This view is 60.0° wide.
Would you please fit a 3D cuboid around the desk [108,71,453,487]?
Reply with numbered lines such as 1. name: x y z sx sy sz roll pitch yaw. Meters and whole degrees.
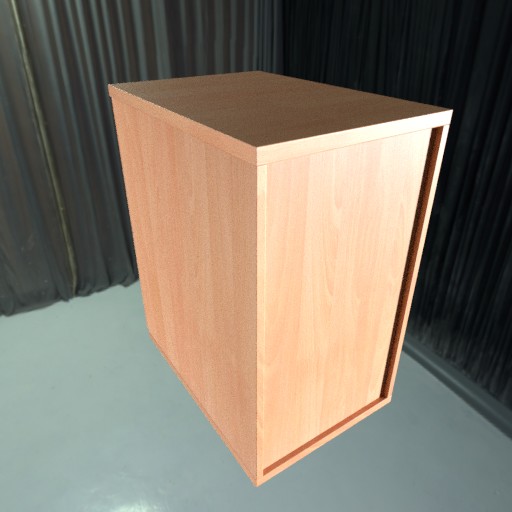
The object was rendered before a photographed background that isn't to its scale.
1. desk: 0.000 0.000 1.053 0.404 0.730 0.600 -19 35 -29
